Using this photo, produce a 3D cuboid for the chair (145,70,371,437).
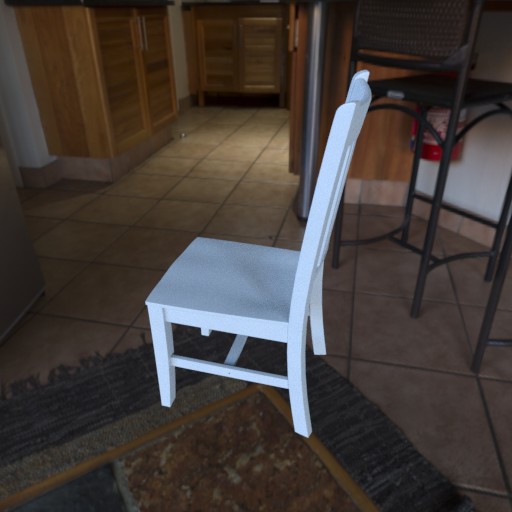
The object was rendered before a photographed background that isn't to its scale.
[{"bbox_3d":[0.000,0.000,1.328,0.555,0.998,0.450,8,31,13],"label":"chair"}]
